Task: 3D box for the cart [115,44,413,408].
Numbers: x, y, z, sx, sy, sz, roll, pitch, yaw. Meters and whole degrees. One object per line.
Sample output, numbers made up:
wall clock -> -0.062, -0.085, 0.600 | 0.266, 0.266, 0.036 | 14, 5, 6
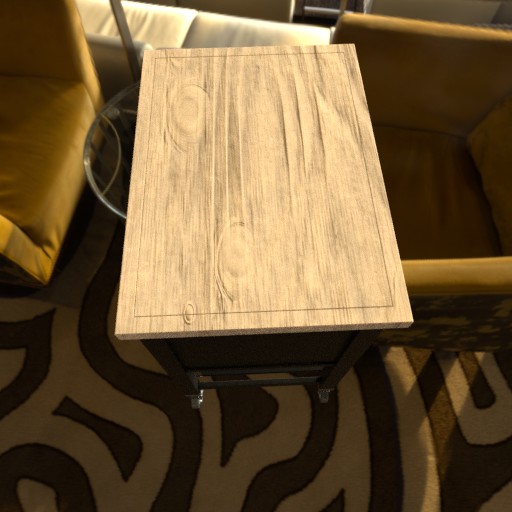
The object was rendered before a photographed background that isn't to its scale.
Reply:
cart -> 0.000, 0.000, 1.424 | 0.567, 0.920, 0.797 | -2, 63, -1
